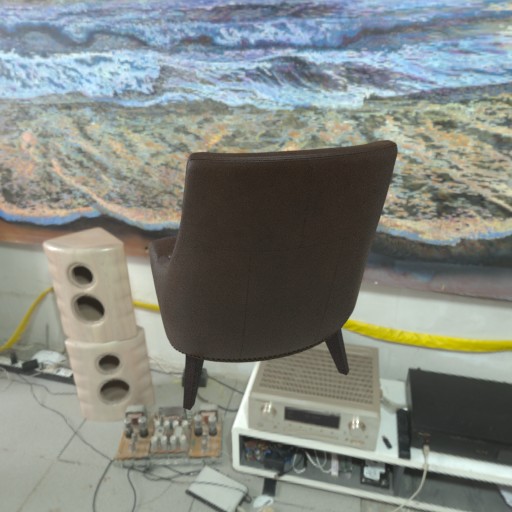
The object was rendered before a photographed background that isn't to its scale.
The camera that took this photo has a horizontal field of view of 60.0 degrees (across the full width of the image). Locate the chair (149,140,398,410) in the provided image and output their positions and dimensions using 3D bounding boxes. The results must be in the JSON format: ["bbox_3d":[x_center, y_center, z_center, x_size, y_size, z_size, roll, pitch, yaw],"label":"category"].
[{"bbox_3d":[0.000,0.000,1.562,0.701,0.909,0.861,-8,27,-16],"label":"chair"}]
